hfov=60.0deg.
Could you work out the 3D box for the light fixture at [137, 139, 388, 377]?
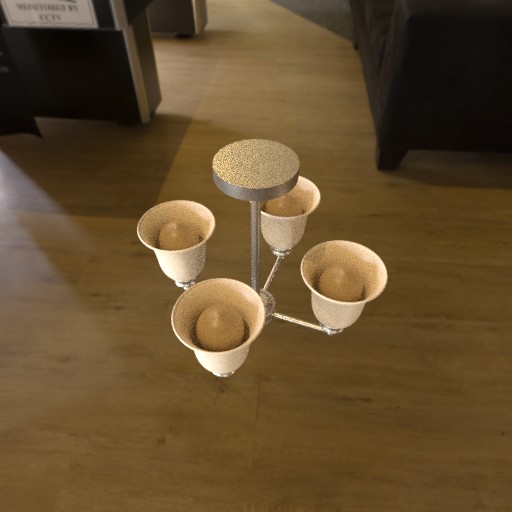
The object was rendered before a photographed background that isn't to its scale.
[{"bbox_3d":[0.000,0.000,0.744,0.427,0.370,0.427,15,48,15],"label":"light fixture"}]
